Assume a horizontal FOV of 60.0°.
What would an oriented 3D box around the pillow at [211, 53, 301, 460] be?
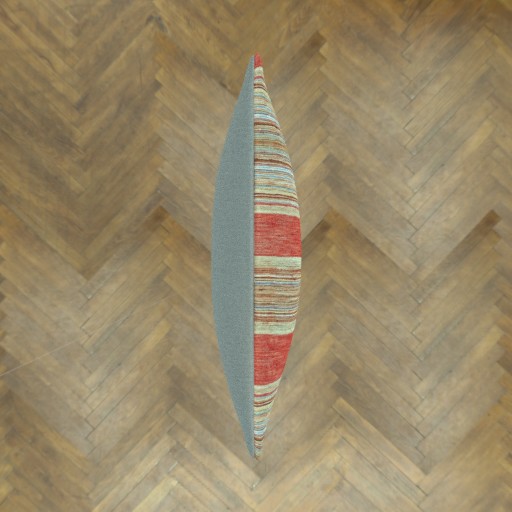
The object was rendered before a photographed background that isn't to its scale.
[{"bbox_3d":[0.000,0.000,0.669,0.136,0.419,0.437,0,90,0],"label":"pillow"}]
